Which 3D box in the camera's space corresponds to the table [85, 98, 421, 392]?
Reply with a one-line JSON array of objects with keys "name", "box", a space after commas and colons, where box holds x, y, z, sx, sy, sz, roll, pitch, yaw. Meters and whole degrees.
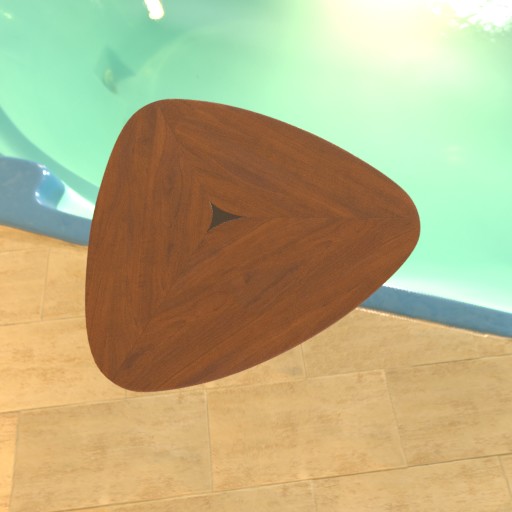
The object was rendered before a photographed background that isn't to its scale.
[{"name": "table", "box": [0.000, 0.000, 1.293, 0.821, 0.413, 0.833, -1, 63, 0]}]
